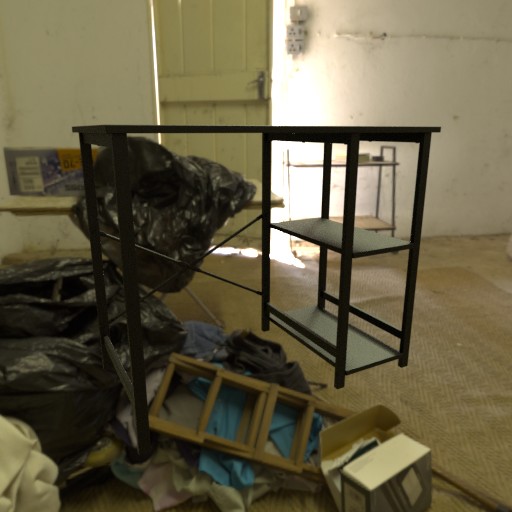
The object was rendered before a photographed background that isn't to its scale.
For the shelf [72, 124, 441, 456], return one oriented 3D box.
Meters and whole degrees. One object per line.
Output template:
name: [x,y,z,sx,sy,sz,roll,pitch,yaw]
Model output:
shelf: [0.000,0.000,1.337,0.902,0.749,0.498,-8,18,-27]
